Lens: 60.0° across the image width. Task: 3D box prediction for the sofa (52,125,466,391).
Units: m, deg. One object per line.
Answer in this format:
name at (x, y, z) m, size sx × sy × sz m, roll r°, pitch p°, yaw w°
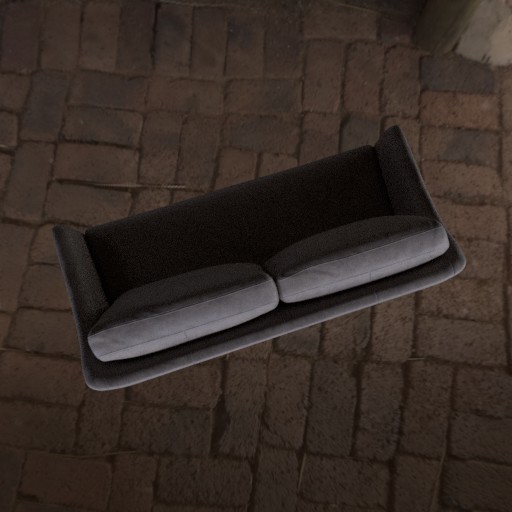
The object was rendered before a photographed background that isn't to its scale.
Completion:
sofa at (0.000, 0.000, 2.487) m, size 2.036 × 0.902 × 0.960 m, roll -17°, pitch 76°, yaw -4°
